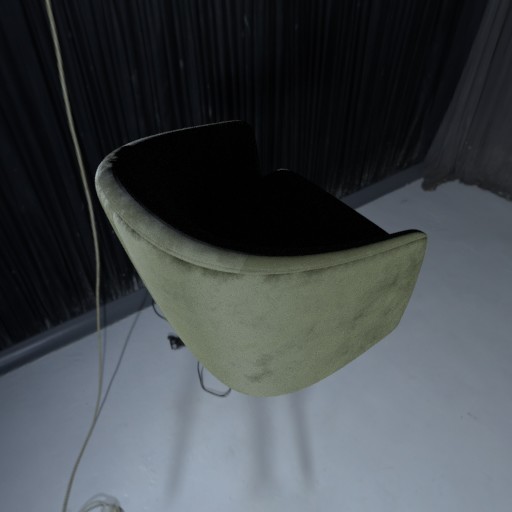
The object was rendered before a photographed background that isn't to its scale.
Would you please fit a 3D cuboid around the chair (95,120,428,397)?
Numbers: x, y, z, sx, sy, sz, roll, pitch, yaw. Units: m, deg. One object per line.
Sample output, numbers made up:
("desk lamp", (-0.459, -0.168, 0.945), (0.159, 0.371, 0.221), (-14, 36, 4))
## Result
("chair", (0.000, 0.000, 1.339), (0.767, 0.698, 0.773), (-26, 48, -26))
